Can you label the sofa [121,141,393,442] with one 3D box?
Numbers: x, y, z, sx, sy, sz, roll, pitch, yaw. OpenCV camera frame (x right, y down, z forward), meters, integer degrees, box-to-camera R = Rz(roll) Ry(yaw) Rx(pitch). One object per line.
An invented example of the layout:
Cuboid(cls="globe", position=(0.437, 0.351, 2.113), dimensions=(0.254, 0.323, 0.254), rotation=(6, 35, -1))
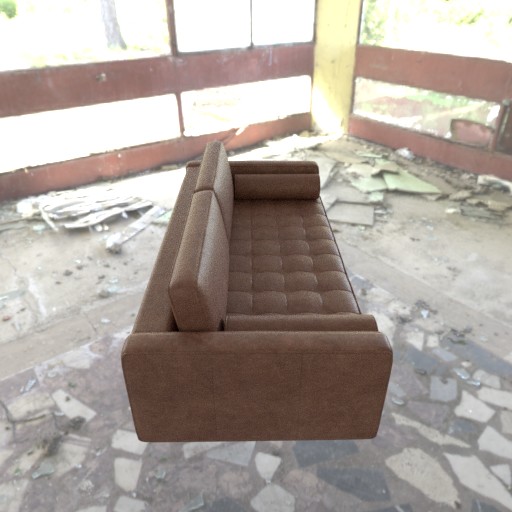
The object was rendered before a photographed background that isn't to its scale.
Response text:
Cuboid(cls="sofa", position=(0.000, 0.000, 2.292), dimensions=(0.910, 0.760, 1.870), rotation=(0, 31, -1))
